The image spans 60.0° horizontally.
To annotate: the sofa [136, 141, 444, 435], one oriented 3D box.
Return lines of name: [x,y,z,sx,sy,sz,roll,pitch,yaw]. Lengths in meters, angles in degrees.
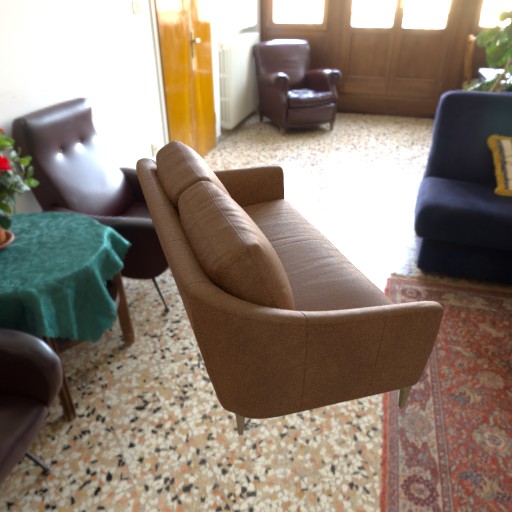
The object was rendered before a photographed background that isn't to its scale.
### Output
sofa: [0.000,0.000,2.230,0.960,0.902,1.619,-11,33,-17]
